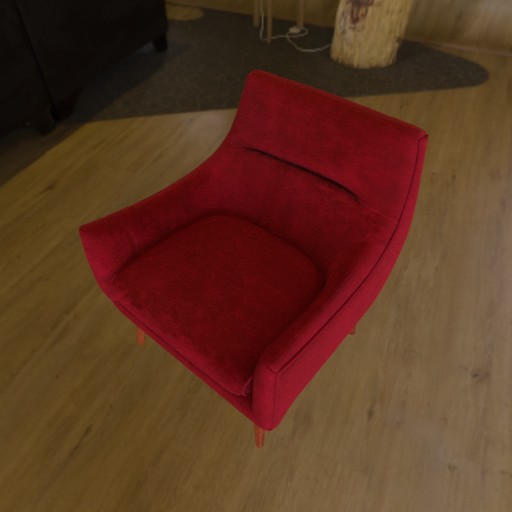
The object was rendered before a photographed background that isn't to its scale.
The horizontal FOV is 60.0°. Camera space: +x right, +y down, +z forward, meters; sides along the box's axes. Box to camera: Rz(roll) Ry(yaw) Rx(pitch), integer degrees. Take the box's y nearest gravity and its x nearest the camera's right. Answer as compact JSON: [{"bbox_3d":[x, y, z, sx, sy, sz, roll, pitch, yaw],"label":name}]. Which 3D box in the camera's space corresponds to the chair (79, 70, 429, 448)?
[{"bbox_3d":[0.000,0.000,1.431,0.762,0.838,0.787,31,54,27],"label":"chair"}]
